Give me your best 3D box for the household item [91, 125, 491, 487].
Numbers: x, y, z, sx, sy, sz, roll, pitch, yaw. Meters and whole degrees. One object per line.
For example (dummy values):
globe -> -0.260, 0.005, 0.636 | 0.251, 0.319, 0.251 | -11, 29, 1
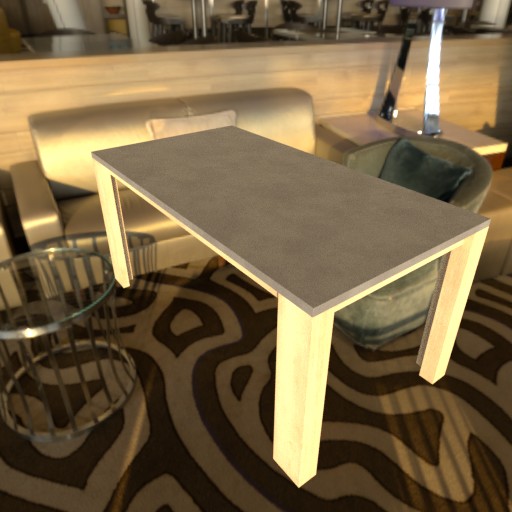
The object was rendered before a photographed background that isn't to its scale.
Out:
household item -> 0.000, 0.000, 2.069 | 0.850, 0.755, 1.600 | -21, 37, -31
